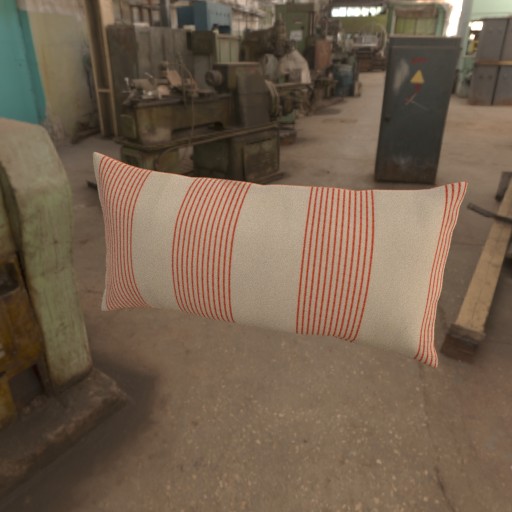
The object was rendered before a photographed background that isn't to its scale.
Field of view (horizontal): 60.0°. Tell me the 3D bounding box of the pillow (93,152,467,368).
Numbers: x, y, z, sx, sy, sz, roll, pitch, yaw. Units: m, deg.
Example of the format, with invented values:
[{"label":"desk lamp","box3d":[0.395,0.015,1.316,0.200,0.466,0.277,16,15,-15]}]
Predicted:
[{"label":"pillow","box3d":[0.000,0.000,0.733,0.608,0.292,0.156,7,27,15]}]
